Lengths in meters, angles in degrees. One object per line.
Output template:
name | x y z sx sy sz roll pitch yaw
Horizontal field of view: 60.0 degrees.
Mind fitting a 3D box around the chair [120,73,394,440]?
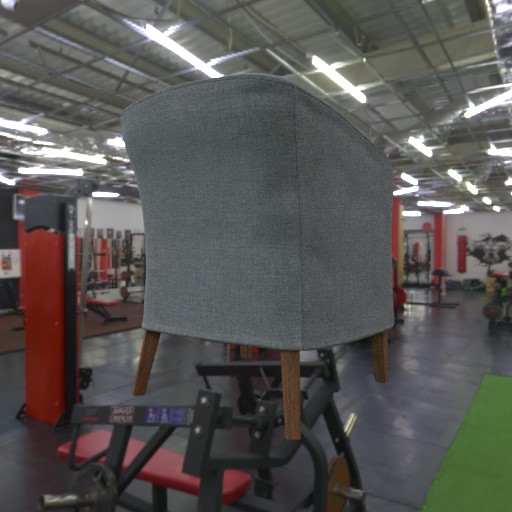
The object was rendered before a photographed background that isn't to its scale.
chair | 0.000 0.000 1.264 0.600 0.771 0.668 0 0 36
